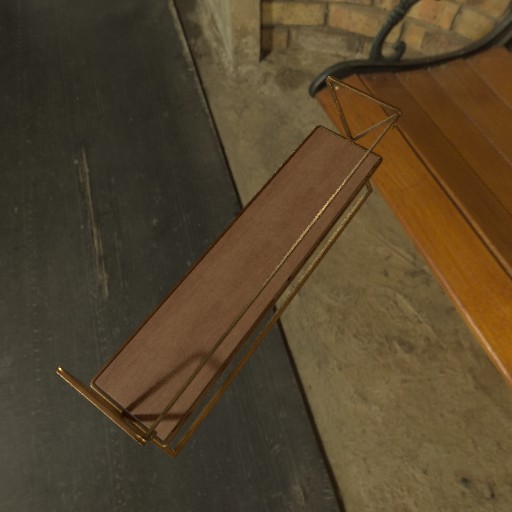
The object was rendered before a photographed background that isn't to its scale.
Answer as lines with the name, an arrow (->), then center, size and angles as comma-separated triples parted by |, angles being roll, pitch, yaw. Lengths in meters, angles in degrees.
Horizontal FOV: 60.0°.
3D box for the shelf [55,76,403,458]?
shelf -> 0.000, 0.000, 0.747 | 0.150, 0.229, 0.645 | 33, 67, 16
